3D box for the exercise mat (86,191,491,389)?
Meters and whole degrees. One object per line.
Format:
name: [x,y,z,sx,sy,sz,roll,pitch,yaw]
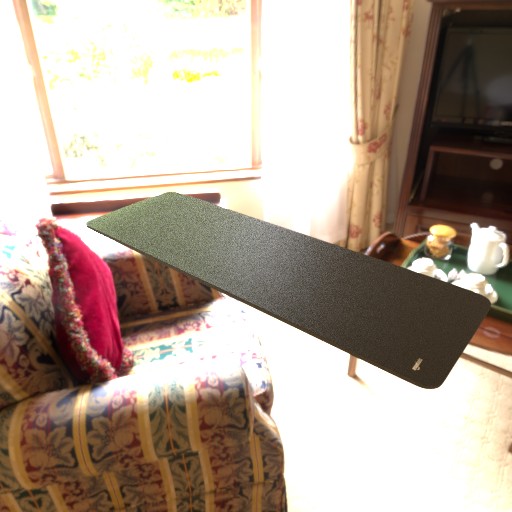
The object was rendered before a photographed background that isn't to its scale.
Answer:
exercise mat: [0.000,0.000,2.013,1.869,0.021,0.616,22,36,33]
